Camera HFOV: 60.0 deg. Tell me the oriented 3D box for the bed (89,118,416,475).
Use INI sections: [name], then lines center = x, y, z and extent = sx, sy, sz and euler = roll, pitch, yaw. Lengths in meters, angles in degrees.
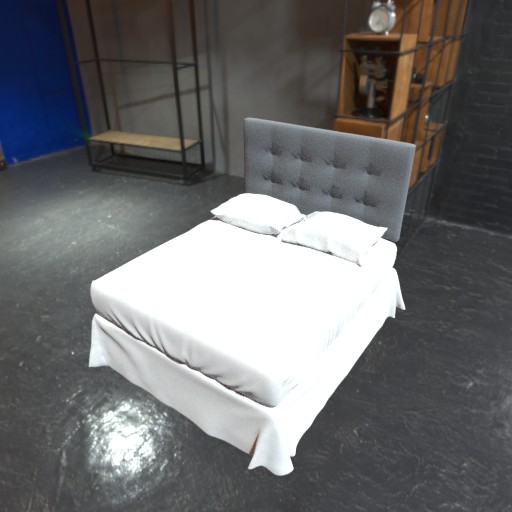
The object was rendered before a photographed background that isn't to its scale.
[bed]
center = 0.000, 0.000, 3.505
extent = 1.936, 1.577, 2.222
euler = 19, 35, 30
